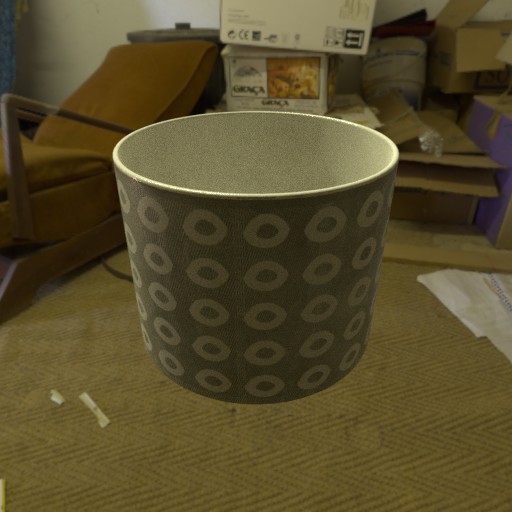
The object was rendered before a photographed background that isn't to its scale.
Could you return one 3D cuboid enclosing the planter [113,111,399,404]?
[{"bbox_3d":[0.000,0.000,0.350,0.190,0.181,0.190,0,30,0],"label":"planter"}]
